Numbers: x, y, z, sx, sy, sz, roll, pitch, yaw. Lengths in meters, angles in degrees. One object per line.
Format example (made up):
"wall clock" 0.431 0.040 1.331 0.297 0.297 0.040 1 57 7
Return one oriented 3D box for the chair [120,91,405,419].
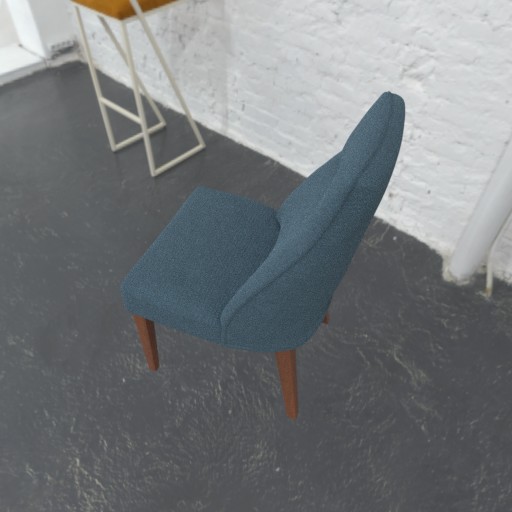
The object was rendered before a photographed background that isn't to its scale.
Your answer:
"chair" 0.000 0.000 1.272 0.620 0.930 0.500 16 48 15
